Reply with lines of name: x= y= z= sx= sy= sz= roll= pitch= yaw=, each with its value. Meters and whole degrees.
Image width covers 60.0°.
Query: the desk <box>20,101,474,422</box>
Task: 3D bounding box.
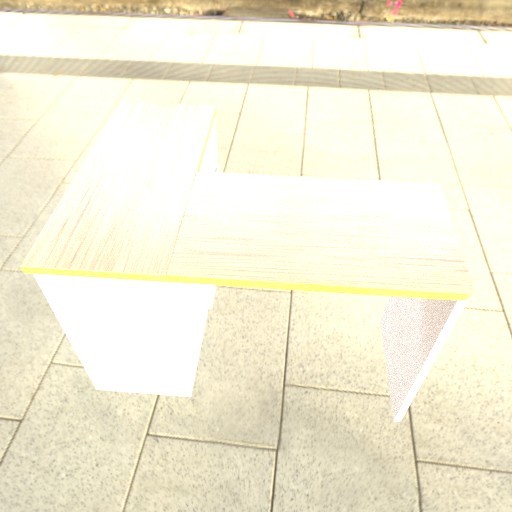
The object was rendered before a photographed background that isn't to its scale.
desk: x=0.000 y=0.000 z=1.713 sx=1.170 sy=0.760 sz=0.900 roll=3 pitch=46 yaw=3
